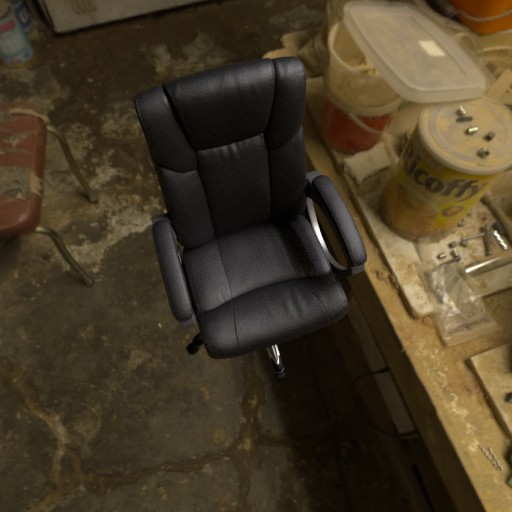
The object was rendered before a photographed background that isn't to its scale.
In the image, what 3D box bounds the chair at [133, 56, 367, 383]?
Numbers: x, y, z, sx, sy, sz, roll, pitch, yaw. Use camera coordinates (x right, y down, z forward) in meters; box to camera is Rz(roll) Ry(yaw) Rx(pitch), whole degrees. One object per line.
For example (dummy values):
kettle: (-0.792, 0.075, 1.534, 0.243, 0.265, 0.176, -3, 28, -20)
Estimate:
chair: (0.000, 0.000, 1.604, 0.721, 1.130, 0.719, -16, 64, -8)
